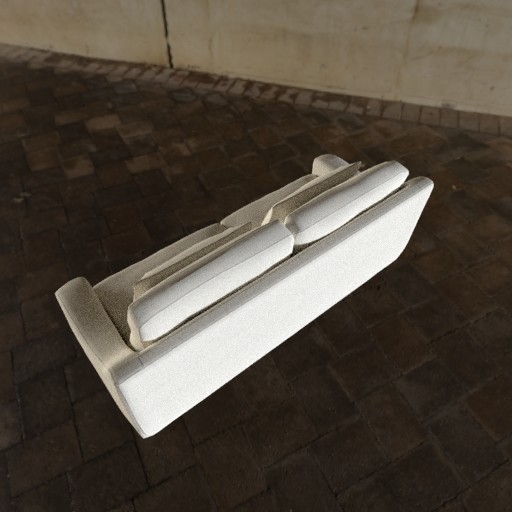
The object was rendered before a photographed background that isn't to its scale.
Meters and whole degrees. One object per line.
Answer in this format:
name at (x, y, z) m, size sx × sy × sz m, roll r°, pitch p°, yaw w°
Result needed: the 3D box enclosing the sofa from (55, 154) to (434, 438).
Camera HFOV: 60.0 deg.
sofa at (0.000, 0.000, 3.078) m, size 2.470 × 1.022 × 1.009 m, roll -30°, pitch 53°, yaw -26°
